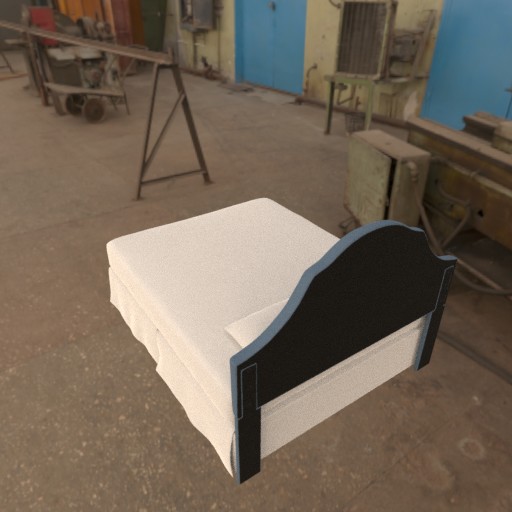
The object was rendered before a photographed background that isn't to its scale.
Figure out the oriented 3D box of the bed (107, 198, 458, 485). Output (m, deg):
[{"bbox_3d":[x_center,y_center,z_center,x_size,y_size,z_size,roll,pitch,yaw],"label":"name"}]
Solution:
[{"bbox_3d":[0.000,0.000,3.833,2.039,1.617,2.477,-19,36,-29],"label":"bed"}]
